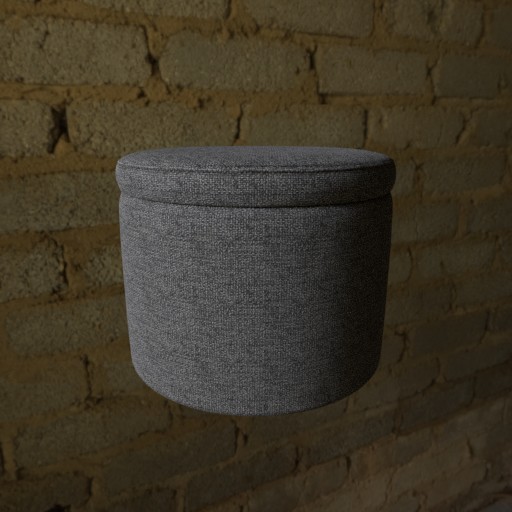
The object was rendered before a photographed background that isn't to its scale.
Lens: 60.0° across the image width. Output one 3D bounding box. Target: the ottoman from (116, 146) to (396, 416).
[{"bbox_3d":[0.000,0.000,0.901,0.520,0.430,0.520,0,16,0],"label":"ottoman"}]
